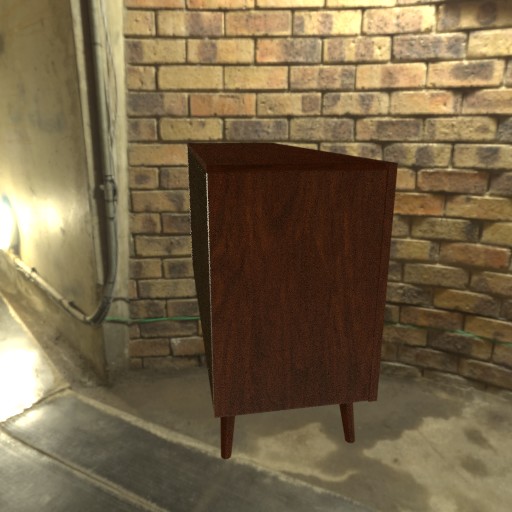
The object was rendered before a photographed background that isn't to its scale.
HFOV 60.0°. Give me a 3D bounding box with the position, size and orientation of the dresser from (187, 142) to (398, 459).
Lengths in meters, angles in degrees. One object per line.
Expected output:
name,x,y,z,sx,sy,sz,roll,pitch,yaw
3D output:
dresser,0.000,0.000,1.894,0.500,0.889,1.472,-3,17,-10
